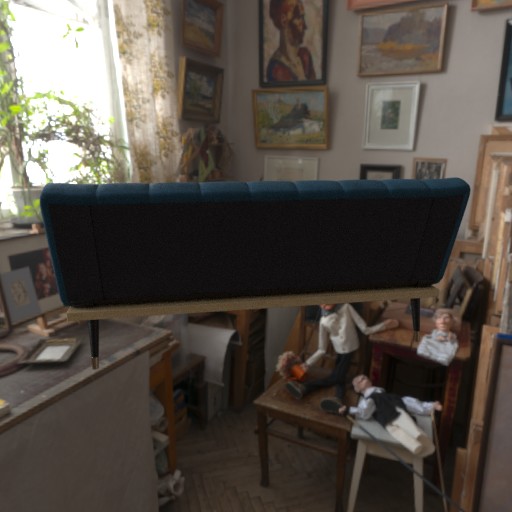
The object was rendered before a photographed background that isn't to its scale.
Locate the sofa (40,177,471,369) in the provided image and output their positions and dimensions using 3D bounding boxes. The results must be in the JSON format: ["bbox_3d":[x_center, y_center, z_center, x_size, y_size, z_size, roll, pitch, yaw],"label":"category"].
[{"bbox_3d":[0.000,0.000,2.292,1.810,0.825,0.830,-3,14,-10],"label":"sofa"}]
